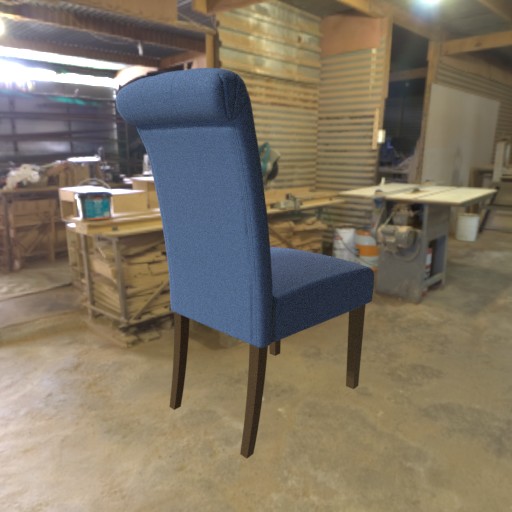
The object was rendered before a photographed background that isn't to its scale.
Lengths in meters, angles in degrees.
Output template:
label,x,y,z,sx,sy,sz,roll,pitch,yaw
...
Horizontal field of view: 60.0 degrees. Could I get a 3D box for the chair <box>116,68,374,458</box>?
label,x,y,z,sx,sy,sz,roll,pitch,yaw
chair,0.000,0.000,1.375,0.456,1.006,0.671,13,19,42
